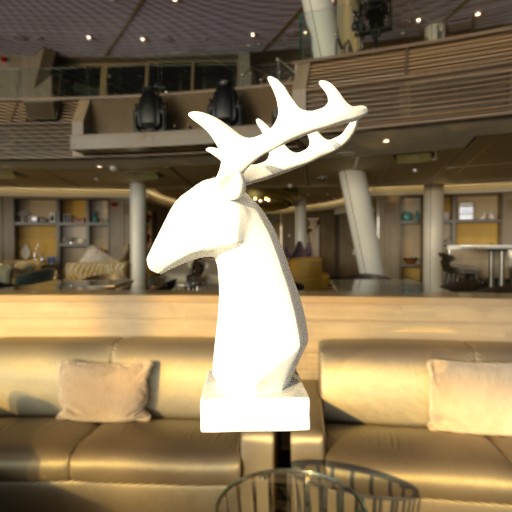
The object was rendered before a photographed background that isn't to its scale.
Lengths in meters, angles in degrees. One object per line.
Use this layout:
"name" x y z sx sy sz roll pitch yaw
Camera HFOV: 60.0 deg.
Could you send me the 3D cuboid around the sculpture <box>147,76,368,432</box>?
"sculpture" 0.000 0.000 0.460 0.224 0.329 0.174 0 1 -2
